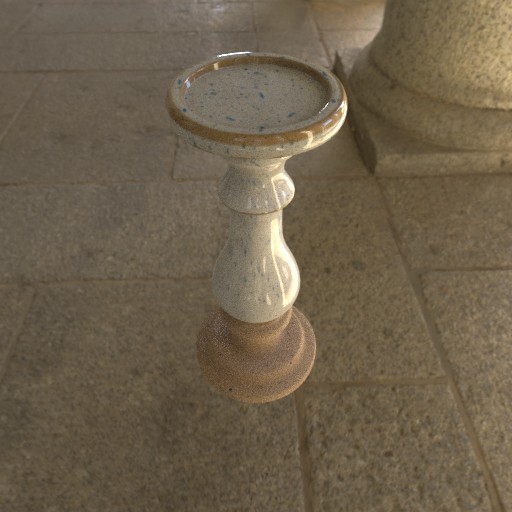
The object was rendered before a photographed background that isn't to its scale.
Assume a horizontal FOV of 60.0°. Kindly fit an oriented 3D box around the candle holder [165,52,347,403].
[{"bbox_3d":[0.000,0.000,0.256,0.088,0.203,0.088,0,47,0],"label":"candle holder"}]
